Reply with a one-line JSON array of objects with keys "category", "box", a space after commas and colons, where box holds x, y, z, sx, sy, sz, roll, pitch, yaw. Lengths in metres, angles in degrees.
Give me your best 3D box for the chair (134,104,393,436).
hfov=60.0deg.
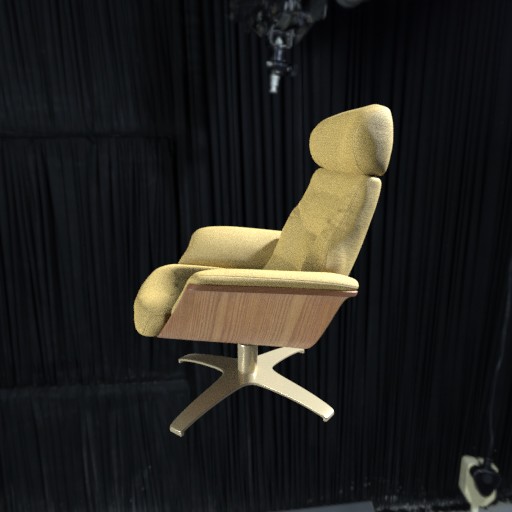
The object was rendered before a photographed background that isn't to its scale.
[{"category": "chair", "box": [0.000, 0.000, 1.555, 0.837, 0.995, 0.785, -2, 14, -7]}]
